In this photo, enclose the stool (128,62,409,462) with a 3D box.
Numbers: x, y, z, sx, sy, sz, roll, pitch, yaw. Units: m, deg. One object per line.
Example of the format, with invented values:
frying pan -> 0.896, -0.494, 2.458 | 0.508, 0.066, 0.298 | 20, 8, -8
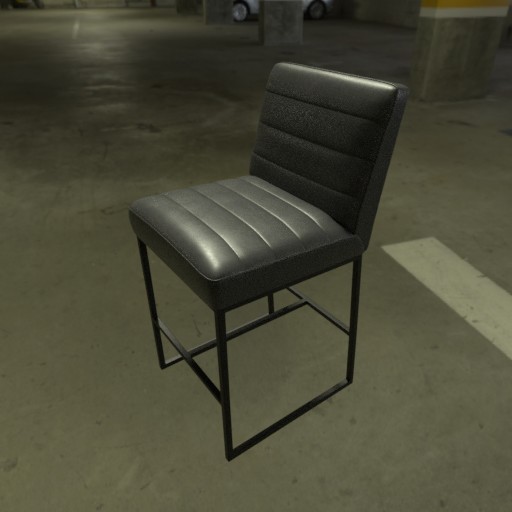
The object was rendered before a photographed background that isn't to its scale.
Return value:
stool -> 0.000, 0.000, 1.251 | 0.552, 0.938, 0.457 | -21, 37, -30
